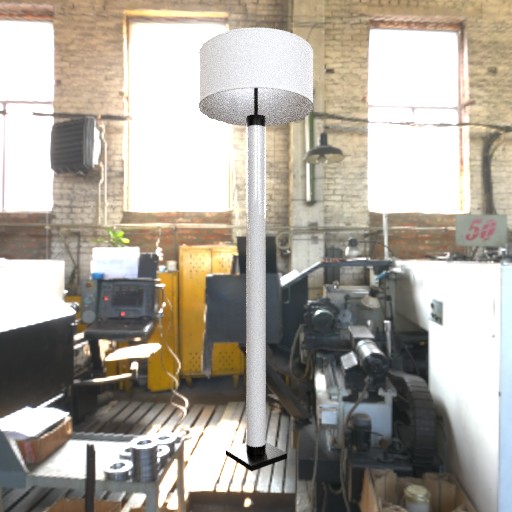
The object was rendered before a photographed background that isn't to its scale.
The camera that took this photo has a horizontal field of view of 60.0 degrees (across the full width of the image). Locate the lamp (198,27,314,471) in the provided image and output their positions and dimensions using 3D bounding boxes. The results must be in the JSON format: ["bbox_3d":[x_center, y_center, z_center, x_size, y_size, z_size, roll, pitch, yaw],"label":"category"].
[{"bbox_3d":[0.000,0.000,1.622,0.420,1.475,0.420,0,0,-37],"label":"lamp"}]
